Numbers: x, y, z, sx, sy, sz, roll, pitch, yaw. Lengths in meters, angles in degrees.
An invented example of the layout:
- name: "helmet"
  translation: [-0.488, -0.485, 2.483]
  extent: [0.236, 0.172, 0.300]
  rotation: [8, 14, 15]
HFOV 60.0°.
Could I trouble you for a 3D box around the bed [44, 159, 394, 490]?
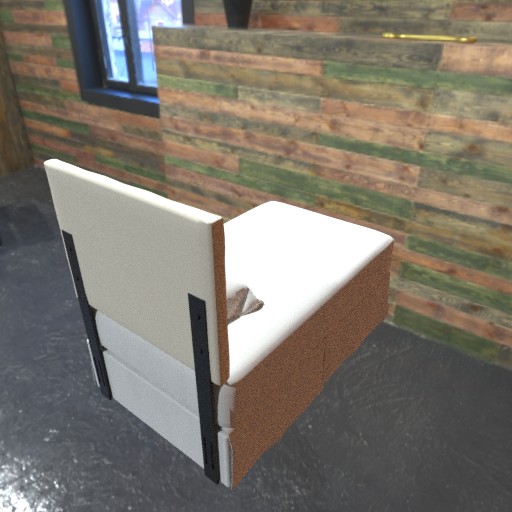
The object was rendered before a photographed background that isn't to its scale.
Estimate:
- name: "bed"
  translation: [0.000, 0.000, 2.931]
  extent: [1.261, 1.571, 1.997]
  rotation: [21, 36, 32]
